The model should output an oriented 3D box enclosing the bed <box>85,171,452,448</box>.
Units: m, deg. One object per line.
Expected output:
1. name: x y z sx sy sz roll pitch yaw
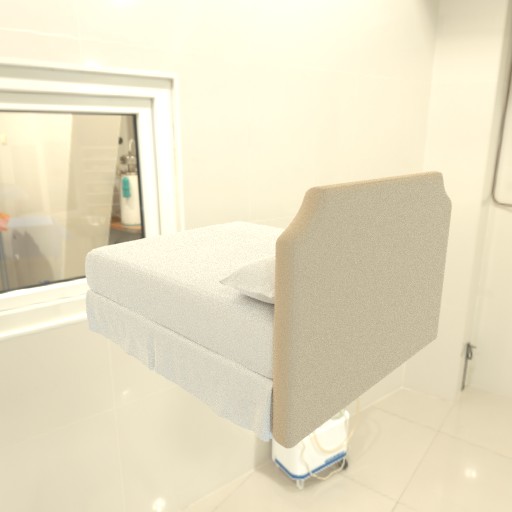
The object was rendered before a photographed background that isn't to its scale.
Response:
1. bed: 0.000 0.000 3.920 2.548 1.524 2.134 14 21 42
